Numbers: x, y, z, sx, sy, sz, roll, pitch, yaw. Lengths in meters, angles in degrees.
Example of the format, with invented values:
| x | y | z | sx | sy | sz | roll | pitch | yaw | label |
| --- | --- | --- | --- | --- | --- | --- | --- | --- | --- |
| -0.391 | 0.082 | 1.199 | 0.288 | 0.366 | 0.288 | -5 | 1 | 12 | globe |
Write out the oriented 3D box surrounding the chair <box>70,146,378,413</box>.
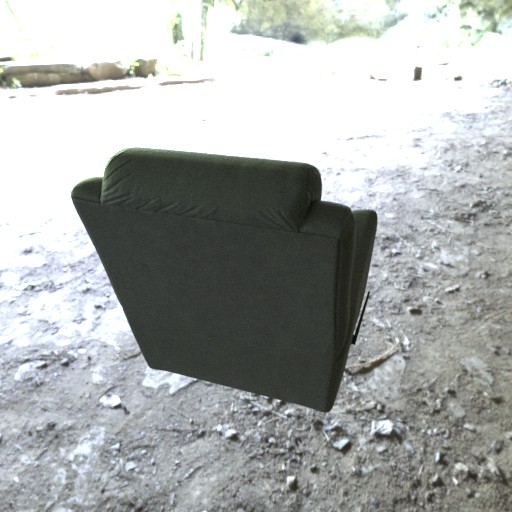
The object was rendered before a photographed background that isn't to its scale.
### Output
| x | y | z | sx | sy | sz | roll | pitch | yaw | label |
| --- | --- | --- | --- | --- | --- | --- | --- | --- | --- |
| 0.000 | 0.000 | 1.887 | 0.967 | 1.116 | 1.068 | 9 | 32 | 16 | chair |
